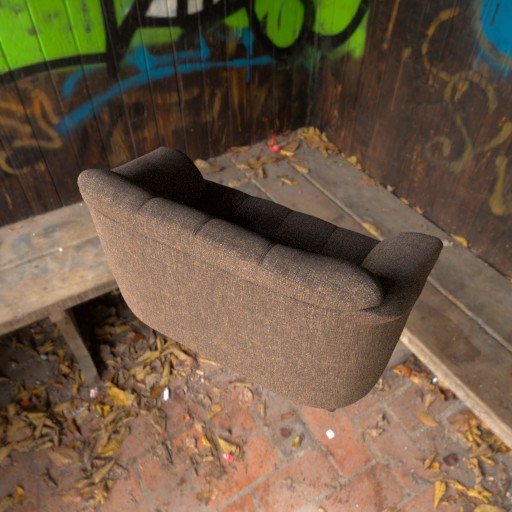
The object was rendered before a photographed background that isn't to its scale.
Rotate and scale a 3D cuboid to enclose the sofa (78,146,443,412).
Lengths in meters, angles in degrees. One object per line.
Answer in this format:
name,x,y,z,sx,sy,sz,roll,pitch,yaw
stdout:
sofa,0.000,0.000,1.964,1.404,0.895,0.799,22,49,21
